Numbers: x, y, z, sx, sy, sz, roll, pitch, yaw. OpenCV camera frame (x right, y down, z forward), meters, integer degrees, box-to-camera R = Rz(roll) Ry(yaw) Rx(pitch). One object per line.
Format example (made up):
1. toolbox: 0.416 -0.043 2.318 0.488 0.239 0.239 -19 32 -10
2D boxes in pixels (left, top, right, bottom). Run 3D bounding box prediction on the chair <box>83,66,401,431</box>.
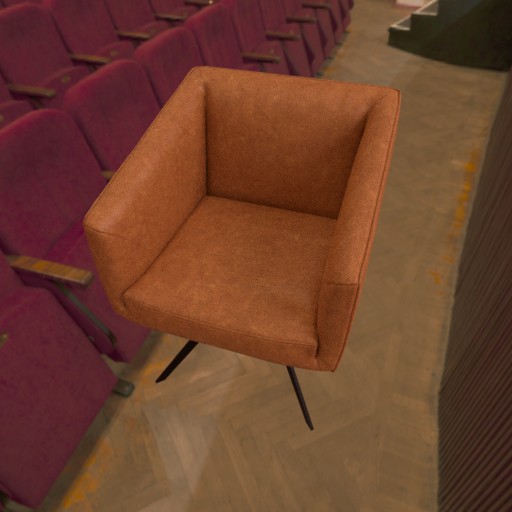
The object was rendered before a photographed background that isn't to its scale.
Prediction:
1. chair: 0.000 0.000 1.206 0.588 0.760 0.625 12 42 14
